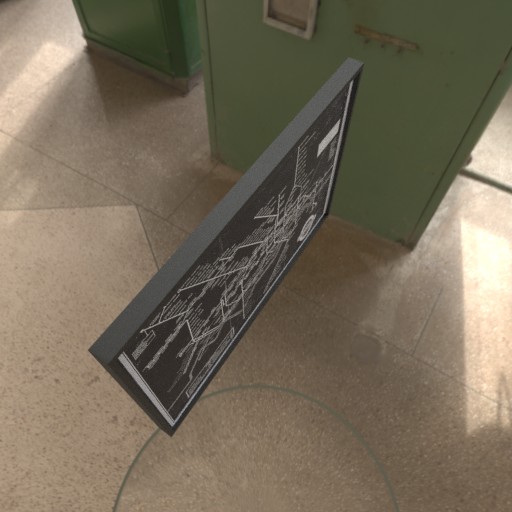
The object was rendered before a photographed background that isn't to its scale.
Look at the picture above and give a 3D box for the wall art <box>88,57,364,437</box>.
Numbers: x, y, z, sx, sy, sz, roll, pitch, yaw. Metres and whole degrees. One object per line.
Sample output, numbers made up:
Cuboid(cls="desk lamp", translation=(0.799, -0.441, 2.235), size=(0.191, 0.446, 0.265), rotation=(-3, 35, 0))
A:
Cuboid(cls="wall art", translation=(0.000, 0.000, 0.565), size=(0.021, 0.301, 0.443), rotation=(29, 62, 17))
